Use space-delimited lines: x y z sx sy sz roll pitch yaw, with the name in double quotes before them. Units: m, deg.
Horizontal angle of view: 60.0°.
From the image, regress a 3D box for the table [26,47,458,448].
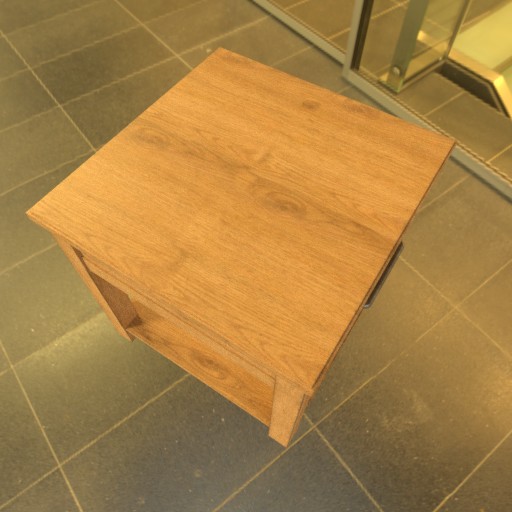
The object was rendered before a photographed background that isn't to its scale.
"table" 0.000 0.000 1.111 0.612 0.593 0.616 29 62 17
